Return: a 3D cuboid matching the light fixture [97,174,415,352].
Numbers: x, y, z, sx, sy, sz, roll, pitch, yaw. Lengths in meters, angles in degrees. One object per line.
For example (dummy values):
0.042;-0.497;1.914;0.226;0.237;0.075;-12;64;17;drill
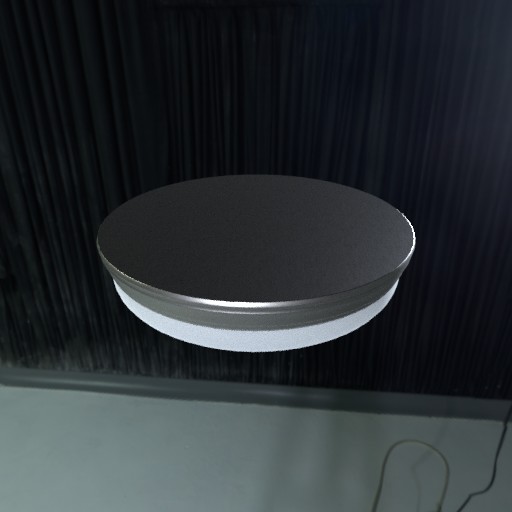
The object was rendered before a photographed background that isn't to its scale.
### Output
0.000;0.000;0.559;0.368;0.100;0.368;0;27;0;light fixture
